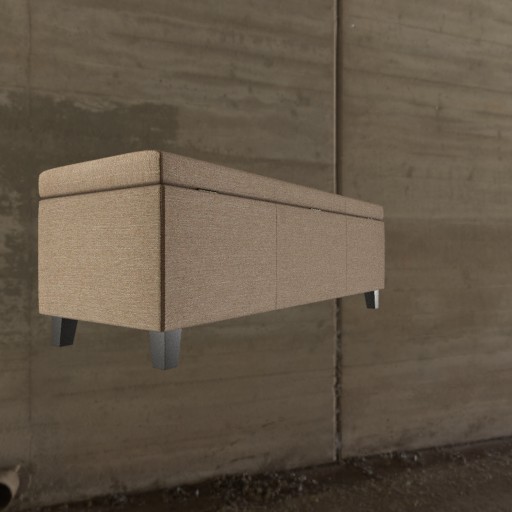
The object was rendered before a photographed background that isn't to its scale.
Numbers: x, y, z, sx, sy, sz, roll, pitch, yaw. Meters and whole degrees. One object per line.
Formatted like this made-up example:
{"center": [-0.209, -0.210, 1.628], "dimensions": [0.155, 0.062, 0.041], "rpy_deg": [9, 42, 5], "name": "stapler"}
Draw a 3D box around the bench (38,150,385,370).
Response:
{"center": [0.000, 0.000, 1.468], "dimensions": [0.446, 0.438, 1.269], "rpy_deg": [0, 1, 35], "name": "bench"}
